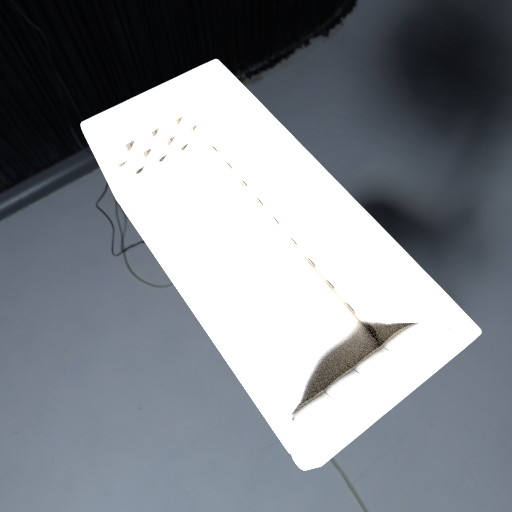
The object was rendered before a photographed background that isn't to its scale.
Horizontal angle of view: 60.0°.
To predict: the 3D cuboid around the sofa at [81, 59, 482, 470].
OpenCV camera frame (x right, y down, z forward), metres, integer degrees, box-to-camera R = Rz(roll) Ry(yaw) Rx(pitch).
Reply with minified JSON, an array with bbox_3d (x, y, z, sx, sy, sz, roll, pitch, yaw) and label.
[{"bbox_3d":[0.000,0.000,2.169,0.775,0.762,1.778,-32,67,-15],"label":"sofa"}]
